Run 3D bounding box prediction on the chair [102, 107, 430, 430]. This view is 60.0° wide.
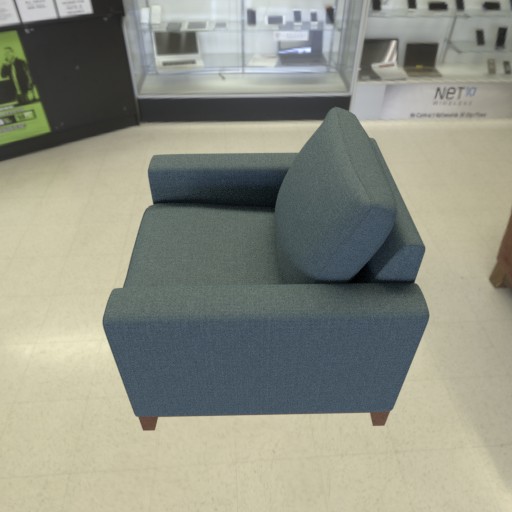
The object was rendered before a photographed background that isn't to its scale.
[{"bbox_3d":[0.000,0.000,1.836,1.038,1.010,1.024,-1,42,-1],"label":"chair"}]
